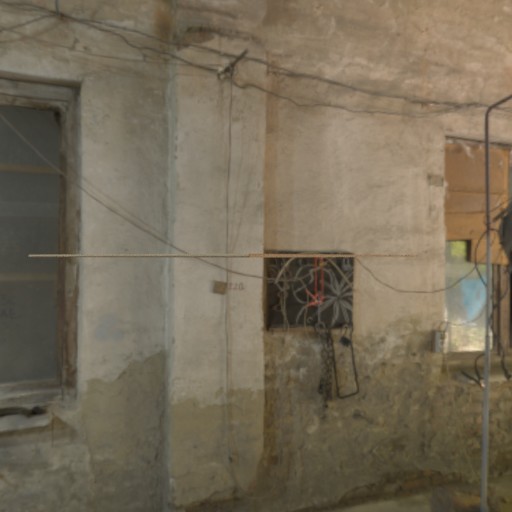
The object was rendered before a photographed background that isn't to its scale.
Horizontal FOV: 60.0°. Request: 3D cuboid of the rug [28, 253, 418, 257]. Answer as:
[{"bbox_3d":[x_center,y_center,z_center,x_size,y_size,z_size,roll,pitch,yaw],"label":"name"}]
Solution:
[{"bbox_3d":[0.000,0.000,2.969,1.528,0.014,2.294,0,0,35],"label":"rug"}]
